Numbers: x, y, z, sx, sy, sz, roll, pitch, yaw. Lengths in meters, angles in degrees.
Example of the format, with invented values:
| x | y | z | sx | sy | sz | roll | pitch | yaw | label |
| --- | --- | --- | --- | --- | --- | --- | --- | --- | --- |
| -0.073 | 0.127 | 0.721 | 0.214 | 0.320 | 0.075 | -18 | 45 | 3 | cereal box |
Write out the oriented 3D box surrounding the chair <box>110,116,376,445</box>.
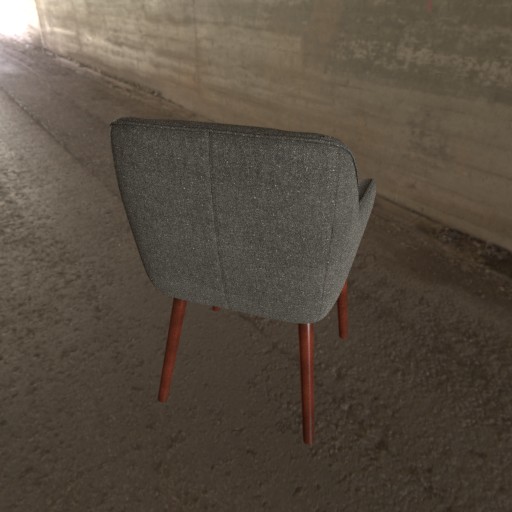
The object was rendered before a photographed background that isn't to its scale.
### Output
| x | y | z | sx | sy | sz | roll | pitch | yaw | label |
| --- | --- | --- | --- | --- | --- | --- | --- | --- | --- |
| 0.000 | 0.000 | 1.175 | 0.543 | 0.803 | 0.519 | 10 | 32 | 16 | chair |
